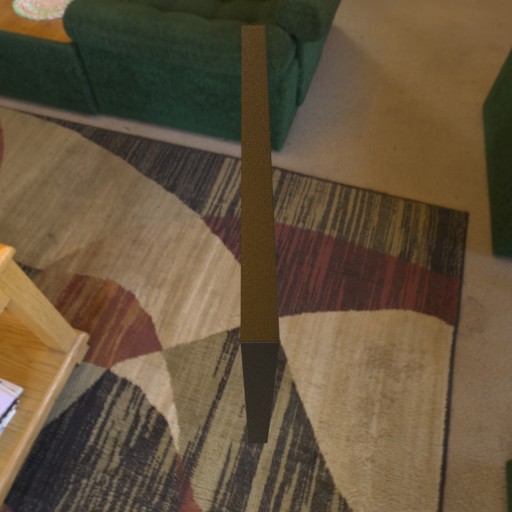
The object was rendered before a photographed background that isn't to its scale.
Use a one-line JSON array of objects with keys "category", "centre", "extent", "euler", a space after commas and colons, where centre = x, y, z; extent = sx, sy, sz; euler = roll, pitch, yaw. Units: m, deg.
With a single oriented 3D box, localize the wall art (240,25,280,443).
[{"category": "wall art", "centre": [0.000, 0.000, 0.750], "extent": [0.036, 0.508, 0.508], "euler": [-1, 58, 0]}]
